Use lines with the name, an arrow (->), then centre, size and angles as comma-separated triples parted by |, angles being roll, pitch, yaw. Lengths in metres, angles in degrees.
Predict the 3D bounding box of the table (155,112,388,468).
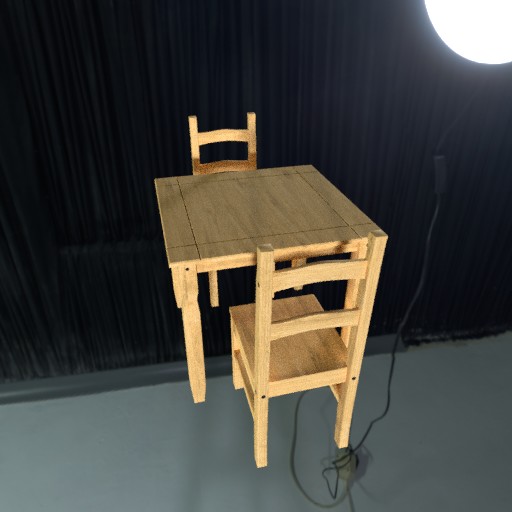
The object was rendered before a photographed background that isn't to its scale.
table -> 0.000, 0.000, 2.047 | 0.813, 0.942, 1.501 | -8, 32, -12
